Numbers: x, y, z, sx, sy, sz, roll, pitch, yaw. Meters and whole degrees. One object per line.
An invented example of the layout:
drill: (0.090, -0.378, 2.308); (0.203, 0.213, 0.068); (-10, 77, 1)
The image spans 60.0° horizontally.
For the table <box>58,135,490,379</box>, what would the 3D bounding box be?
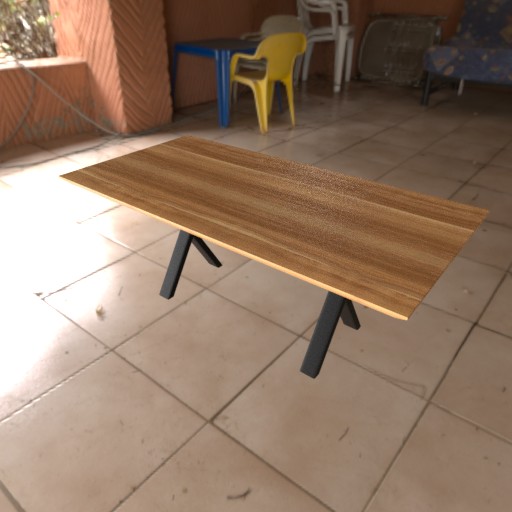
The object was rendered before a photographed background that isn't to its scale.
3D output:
table: (0.000, 0.000, 2.463); (2.000, 0.770, 1.000); (22, 38, 32)
